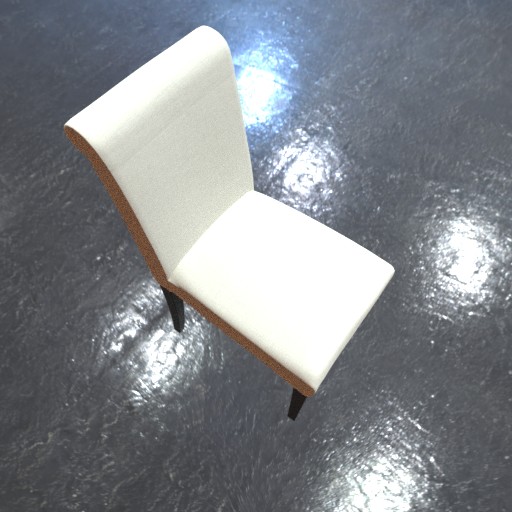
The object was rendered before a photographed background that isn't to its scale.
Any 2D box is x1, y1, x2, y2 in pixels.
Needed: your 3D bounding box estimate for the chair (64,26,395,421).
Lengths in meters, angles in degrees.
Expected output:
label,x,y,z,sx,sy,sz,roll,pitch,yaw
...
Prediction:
label,x,y,z,sx,sy,sz,roll,pitch,yaw
chair,0.000,0.000,1.310,0.708,0.976,0.452,32,64,18
